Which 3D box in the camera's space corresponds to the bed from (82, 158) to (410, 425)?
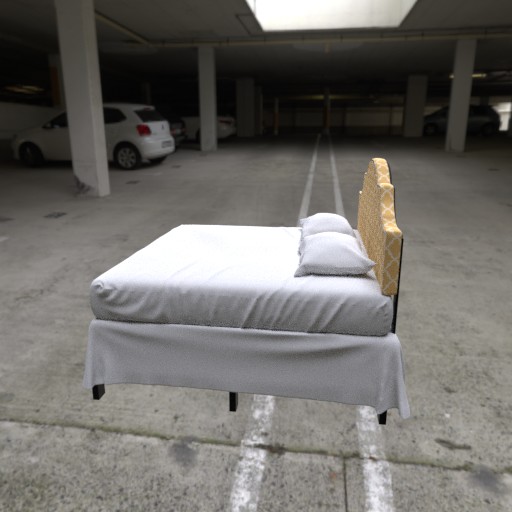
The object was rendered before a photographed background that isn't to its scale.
[{"bbox_3d":[0.000,0.000,3.690,2.222,1.601,2.314,2,15,8],"label":"bed"}]
